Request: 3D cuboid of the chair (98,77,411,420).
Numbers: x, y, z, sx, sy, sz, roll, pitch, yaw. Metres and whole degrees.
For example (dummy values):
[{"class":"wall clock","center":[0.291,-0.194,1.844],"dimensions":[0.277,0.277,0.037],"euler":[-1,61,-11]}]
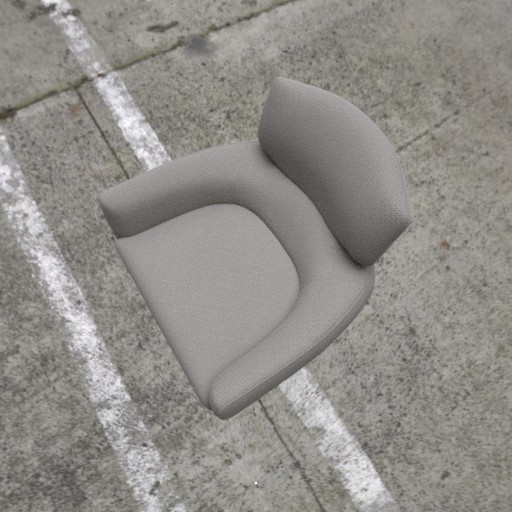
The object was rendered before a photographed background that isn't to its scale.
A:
[{"class":"chair","center":[0.000,0.000,1.402],"dimensions":[0.730,0.810,0.760],"euler":[-29,67,-14]}]
